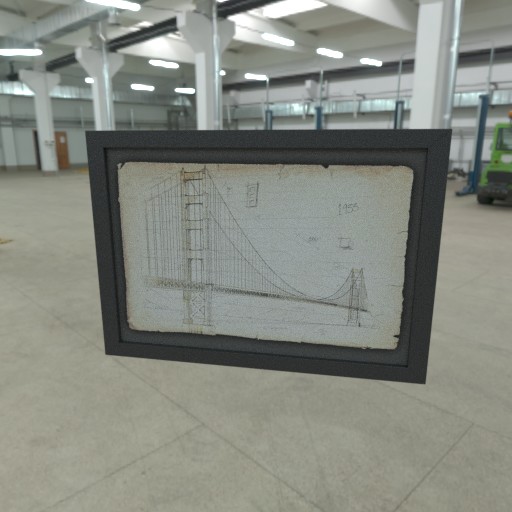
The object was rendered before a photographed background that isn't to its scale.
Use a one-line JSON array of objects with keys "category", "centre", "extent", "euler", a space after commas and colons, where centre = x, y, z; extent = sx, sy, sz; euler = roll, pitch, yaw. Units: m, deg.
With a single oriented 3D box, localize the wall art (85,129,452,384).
[{"category": "wall art", "centre": [0.000, 0.000, 0.559], "extent": [0.432, 0.306, 0.016], "euler": [3, 15, 10]}]
